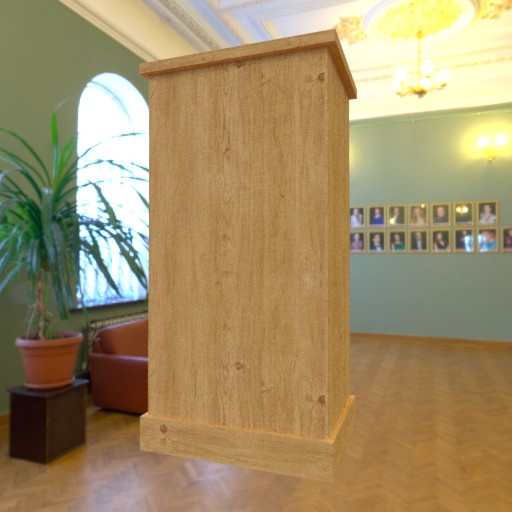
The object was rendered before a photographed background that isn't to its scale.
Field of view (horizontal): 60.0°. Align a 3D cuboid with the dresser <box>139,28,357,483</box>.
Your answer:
[{"bbox_3d":[0.000,0.000,1.288,0.531,1.041,0.390,0,-1,20],"label":"dresser"}]
